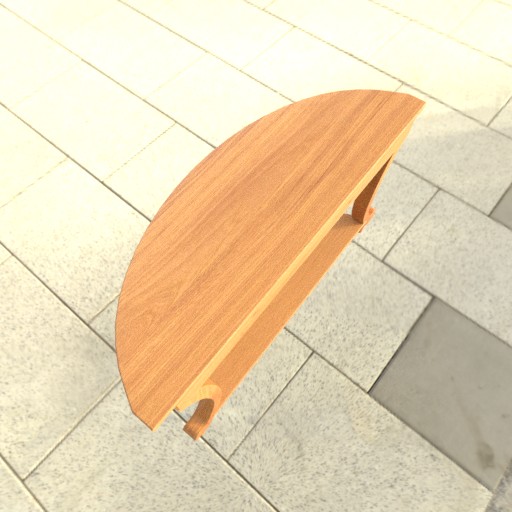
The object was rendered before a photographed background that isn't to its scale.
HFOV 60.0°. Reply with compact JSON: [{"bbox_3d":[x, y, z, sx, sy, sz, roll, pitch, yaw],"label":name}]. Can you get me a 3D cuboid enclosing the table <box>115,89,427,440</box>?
[{"bbox_3d":[0.000,0.000,1.499,0.394,0.692,1.198,35,67,17],"label":"table"}]
